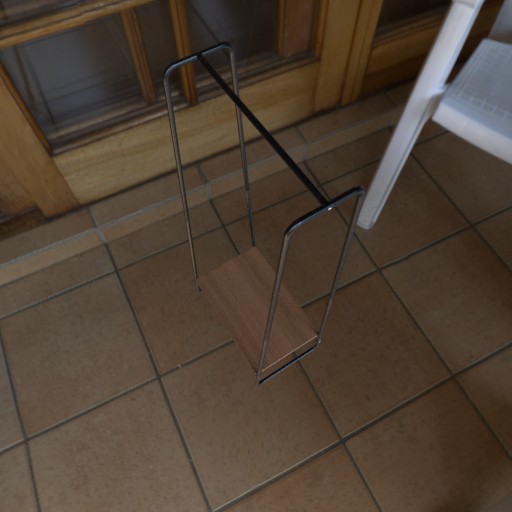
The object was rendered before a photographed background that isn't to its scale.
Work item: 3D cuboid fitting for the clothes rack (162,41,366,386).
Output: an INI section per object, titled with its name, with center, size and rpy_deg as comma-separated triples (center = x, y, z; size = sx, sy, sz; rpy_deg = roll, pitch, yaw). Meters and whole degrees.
[clothes rack]
center = 0.000, 0.000, 1.807
size = 0.400, 1.500, 0.640
rpy_deg = -29, 66, -15
